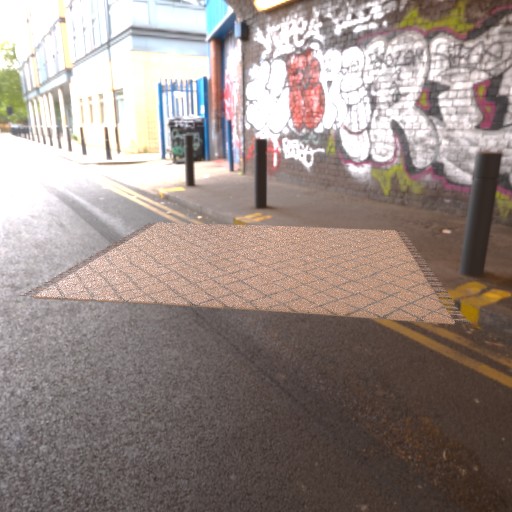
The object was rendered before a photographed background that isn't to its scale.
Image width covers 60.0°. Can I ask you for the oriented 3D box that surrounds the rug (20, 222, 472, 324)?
[{"bbox_3d":[0.000,0.000,4.802,3.585,0.036,2.892,3,17,8],"label":"rug"}]
